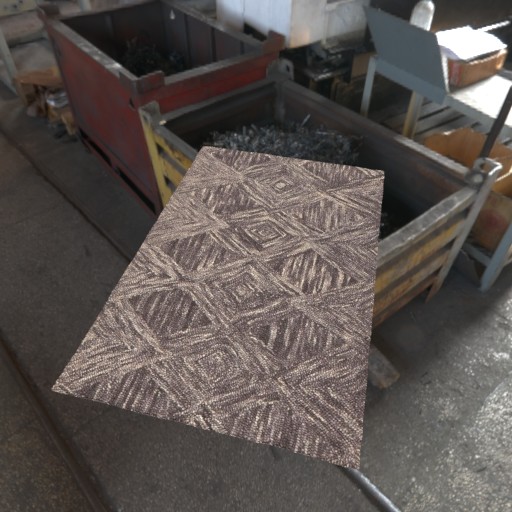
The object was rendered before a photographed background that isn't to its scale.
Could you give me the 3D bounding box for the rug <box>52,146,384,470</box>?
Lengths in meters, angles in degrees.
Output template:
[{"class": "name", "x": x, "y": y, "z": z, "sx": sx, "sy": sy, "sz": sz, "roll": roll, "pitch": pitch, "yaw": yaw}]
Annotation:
[{"class": "rug", "x": 0.000, "y": 0.000, "z": 2.232, "sx": 1.186, "sy": 0.012, "sz": 1.814, "roll": 10, "pitch": 47, "yaw": 10}]
